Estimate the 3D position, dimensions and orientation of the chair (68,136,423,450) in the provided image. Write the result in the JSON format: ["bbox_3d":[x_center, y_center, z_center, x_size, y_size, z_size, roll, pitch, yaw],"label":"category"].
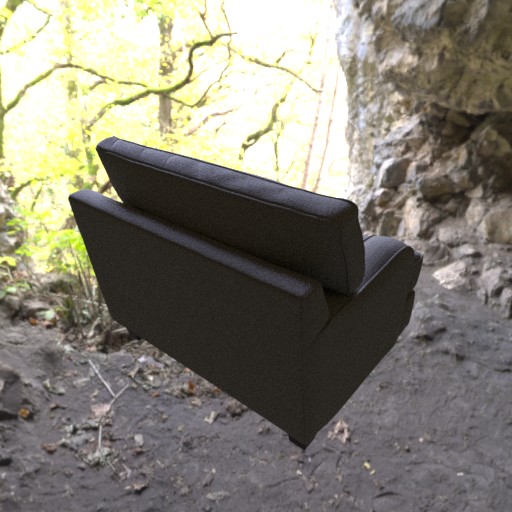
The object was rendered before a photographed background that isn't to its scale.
[{"bbox_3d":[0.000,0.000,2.010,1.220,1.016,1.040,22,36,33],"label":"chair"}]
